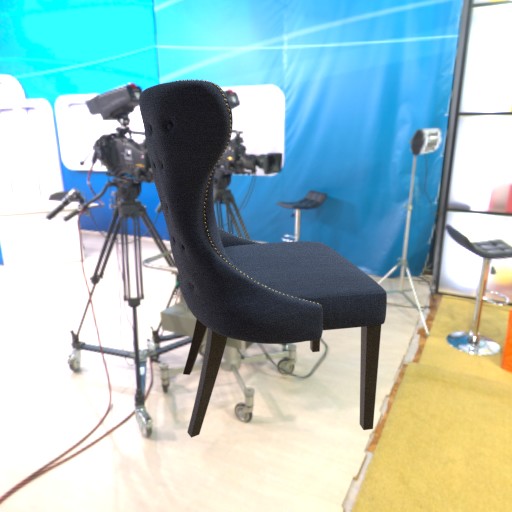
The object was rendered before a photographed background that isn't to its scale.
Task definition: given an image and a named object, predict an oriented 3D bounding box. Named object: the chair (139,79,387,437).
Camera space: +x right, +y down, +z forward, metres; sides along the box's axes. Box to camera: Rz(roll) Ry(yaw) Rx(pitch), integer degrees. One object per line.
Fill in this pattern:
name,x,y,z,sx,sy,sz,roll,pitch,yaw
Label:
chair,0.000,0.000,1.370,0.635,0.967,0.628,-3,17,-11
